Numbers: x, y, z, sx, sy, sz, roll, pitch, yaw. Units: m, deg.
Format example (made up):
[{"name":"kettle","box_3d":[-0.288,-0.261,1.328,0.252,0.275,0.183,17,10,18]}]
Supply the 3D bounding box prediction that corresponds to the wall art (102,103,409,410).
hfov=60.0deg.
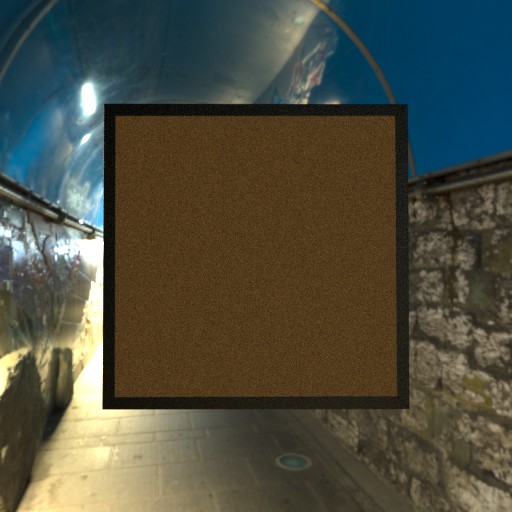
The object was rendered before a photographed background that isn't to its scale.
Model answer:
[{"name":"wall art","box_3d":[0.000,0.000,0.753,0.508,0.508,0.036,0,-1,0]}]
